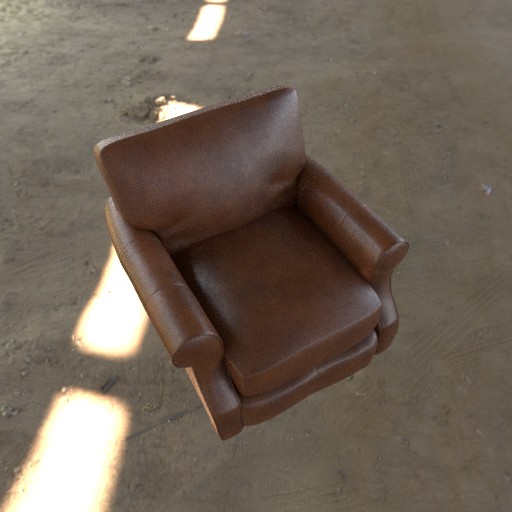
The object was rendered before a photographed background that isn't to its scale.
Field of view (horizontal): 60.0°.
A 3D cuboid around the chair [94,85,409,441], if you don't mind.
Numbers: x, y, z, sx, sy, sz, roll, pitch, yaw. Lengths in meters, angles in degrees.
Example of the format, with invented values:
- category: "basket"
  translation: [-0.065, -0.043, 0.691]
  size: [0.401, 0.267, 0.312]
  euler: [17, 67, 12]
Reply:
- category: "chair"
  translation: [0.000, 0.000, 1.788]
  size: [0.989, 0.972, 0.992]
  euler: [-23, 51, -20]
